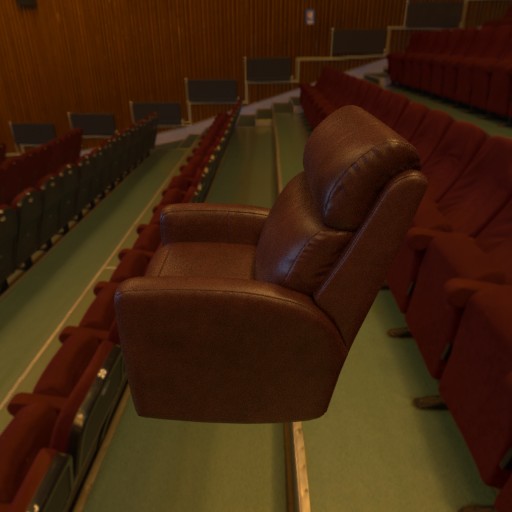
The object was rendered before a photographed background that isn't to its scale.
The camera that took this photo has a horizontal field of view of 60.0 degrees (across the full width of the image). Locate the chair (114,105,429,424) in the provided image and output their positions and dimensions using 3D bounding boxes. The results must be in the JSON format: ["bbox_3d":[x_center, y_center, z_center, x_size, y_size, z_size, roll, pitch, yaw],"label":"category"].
[{"bbox_3d":[0.000,0.000,1.674,0.939,1.016,0.787,0,26,1],"label":"chair"}]
